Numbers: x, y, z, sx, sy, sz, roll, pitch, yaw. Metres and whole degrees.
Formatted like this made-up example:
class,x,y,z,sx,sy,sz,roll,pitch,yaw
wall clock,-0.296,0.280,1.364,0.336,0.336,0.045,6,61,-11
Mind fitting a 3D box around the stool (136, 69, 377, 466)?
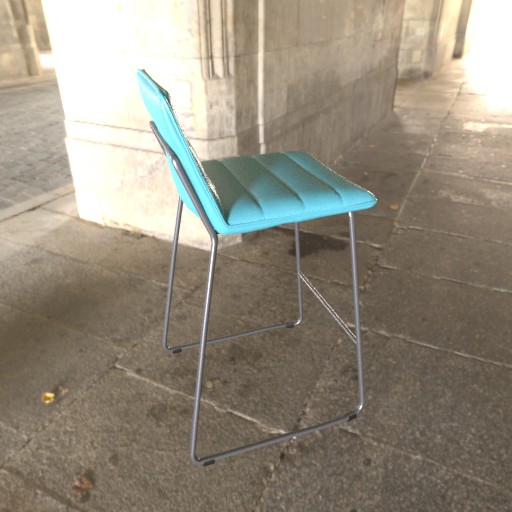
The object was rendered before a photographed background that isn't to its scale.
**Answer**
class,x,y,z,sx,sy,sz,roll,pitch,yaw
stool,0.000,0.000,1.211,0.524,0.936,0.489,-10,31,-17
